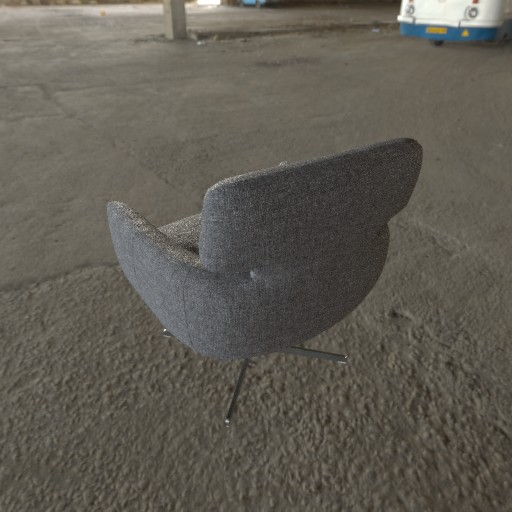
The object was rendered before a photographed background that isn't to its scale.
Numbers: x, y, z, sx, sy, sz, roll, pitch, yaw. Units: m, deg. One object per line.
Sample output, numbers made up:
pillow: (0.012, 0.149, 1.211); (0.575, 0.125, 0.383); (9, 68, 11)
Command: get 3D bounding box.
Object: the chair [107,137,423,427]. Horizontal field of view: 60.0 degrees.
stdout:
chair: (0.000, 0.000, 1.355); (0.706, 0.812, 0.715); (-19, 37, -28)
